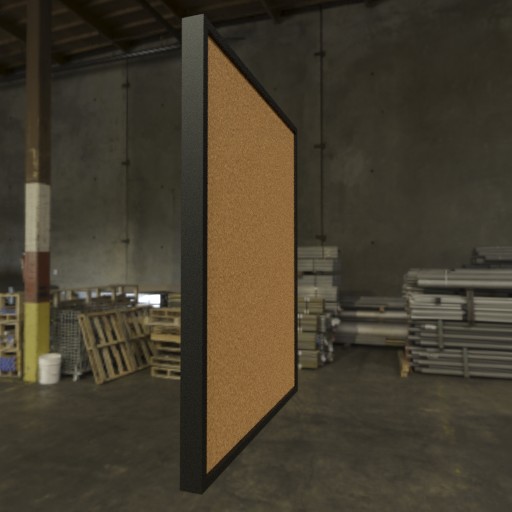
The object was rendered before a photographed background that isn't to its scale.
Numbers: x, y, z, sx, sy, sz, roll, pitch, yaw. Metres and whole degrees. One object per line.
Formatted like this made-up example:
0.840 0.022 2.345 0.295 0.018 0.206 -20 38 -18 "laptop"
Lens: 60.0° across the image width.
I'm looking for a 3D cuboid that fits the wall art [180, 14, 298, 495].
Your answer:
0.000 0.000 0.735 0.029 0.559 0.457 -1 -2 19 "wall art"
